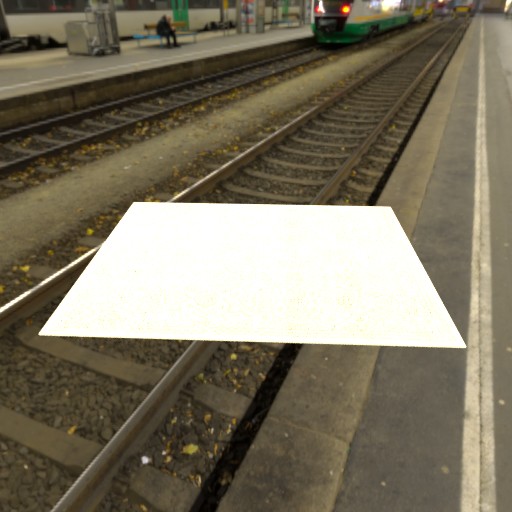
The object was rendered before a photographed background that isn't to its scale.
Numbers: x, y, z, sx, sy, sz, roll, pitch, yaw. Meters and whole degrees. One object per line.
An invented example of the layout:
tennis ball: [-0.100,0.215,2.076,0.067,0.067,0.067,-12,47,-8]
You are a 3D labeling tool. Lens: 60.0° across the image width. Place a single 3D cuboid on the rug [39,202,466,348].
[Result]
rug: [0.000,0.000,4.207,3.050,0.015,2.441,1,30,2]
